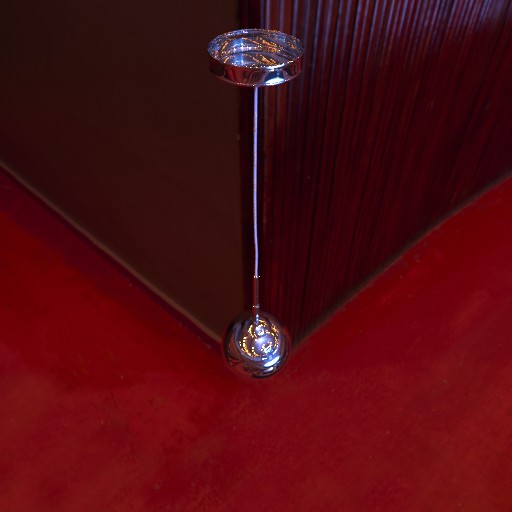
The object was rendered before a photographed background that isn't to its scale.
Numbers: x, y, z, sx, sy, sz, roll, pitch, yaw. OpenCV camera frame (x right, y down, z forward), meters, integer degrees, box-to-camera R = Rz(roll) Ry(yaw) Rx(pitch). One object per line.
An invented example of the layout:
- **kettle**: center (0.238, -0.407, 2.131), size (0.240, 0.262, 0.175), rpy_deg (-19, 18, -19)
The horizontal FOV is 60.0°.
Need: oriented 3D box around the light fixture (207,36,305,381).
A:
- **light fixture**: center (0.000, 0.000, 1.685), size (0.336, 1.538, 0.336), rpy_deg (32, 54, 27)
